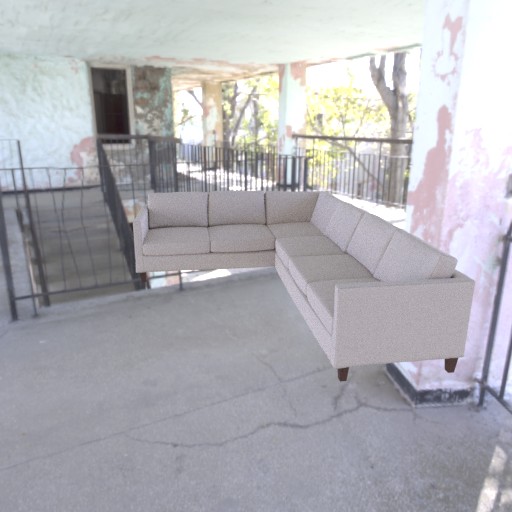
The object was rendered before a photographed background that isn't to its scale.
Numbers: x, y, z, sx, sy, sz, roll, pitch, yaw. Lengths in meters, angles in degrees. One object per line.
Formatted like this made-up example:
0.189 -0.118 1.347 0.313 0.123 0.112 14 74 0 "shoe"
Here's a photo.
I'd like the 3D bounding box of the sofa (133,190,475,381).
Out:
0.000 0.000 4.262 2.432 0.863 3.182 -2 17 -8 "sofa"
